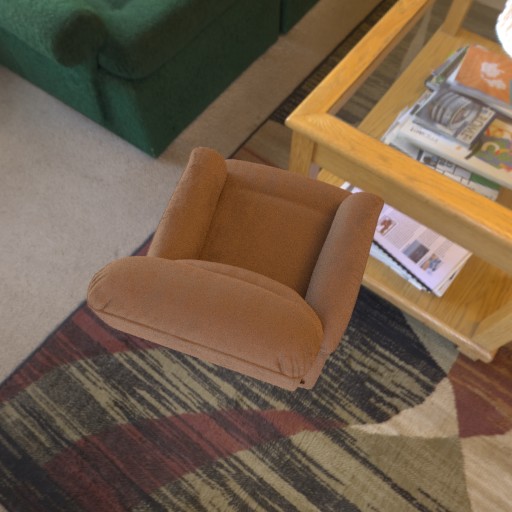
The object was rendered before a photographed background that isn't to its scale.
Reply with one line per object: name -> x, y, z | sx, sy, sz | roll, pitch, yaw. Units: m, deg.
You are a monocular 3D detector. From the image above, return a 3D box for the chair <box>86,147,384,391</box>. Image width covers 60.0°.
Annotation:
chair -> 0.000, 0.000, 1.704 | 0.820, 1.037, 1.004 | 17, 65, 9
